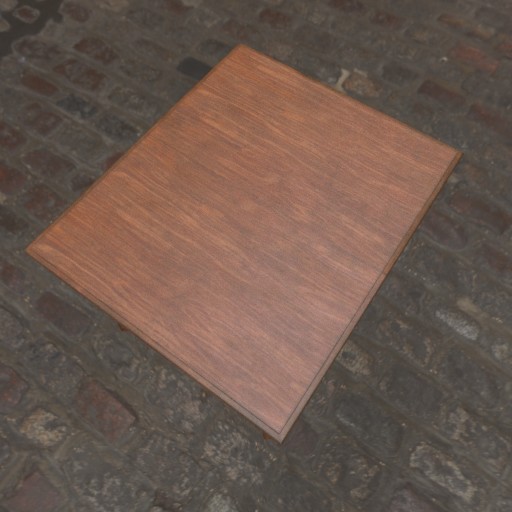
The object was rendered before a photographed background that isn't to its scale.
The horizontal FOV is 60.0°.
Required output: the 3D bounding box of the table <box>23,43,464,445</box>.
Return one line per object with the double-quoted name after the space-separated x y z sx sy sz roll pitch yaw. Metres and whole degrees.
0.000 0.000 1.600 0.838 0.761 0.991 32 68 15 "table"
